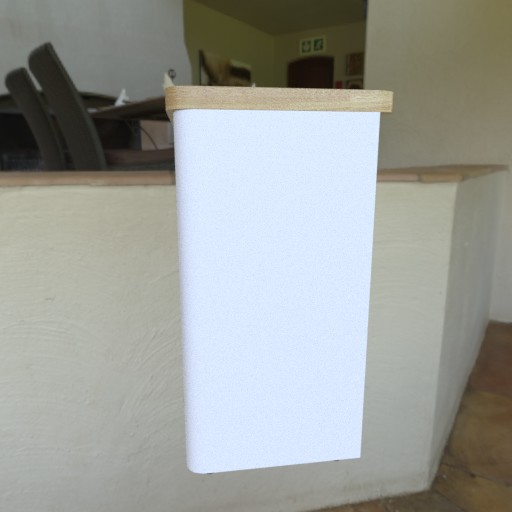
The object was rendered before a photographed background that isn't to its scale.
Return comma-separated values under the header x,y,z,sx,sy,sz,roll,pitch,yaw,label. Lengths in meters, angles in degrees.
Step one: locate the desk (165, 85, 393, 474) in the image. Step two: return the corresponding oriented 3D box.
x,y,z,sx,sy,sz,roll,pitch,yaw,label
0.000,0.000,1.255,0.440,0.790,0.760,-2,13,-8,desk
